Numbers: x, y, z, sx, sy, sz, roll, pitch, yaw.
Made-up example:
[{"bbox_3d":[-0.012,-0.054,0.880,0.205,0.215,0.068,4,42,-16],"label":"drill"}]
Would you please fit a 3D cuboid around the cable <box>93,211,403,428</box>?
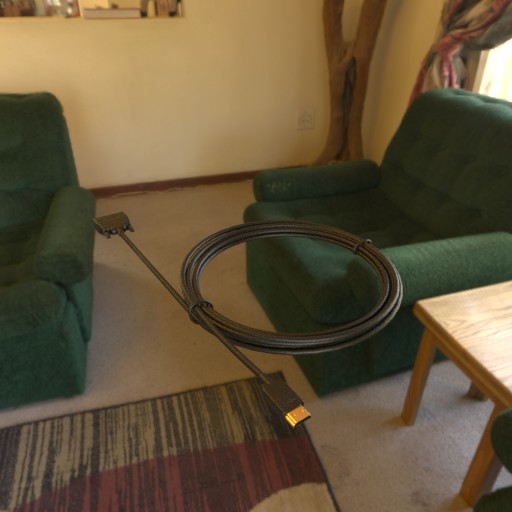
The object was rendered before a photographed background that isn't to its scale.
[{"bbox_3d":[0.000,0.000,0.516,0.257,0.030,0.422,-19,36,-29],"label":"cable"}]
